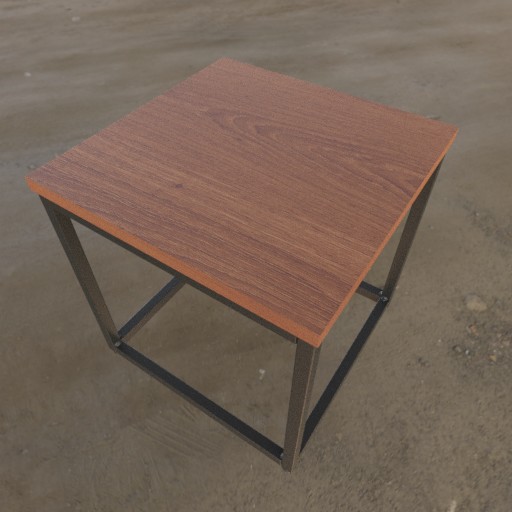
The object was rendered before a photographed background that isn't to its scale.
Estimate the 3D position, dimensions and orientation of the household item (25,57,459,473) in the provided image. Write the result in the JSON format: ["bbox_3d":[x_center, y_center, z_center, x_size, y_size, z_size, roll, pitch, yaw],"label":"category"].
[{"bbox_3d":[0.000,0.000,0.715,0.400,0.400,0.400,26,53,22],"label":"household item"}]
